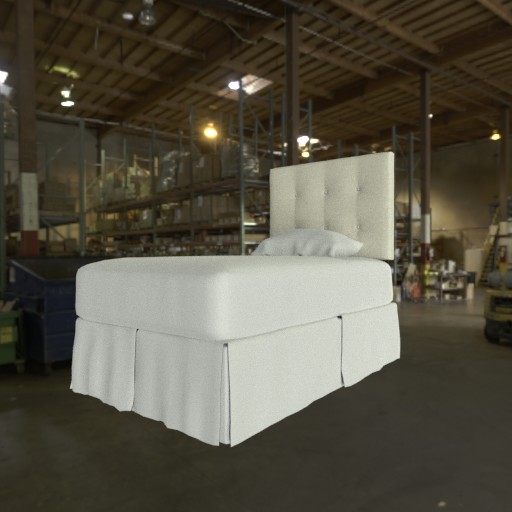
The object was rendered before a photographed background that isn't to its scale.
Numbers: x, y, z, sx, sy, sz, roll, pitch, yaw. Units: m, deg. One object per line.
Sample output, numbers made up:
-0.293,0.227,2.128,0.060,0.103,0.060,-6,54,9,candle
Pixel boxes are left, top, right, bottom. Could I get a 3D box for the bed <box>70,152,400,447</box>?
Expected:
0.000,0.000,2.946,1.261,1.571,1.997,0,0,38,bed
